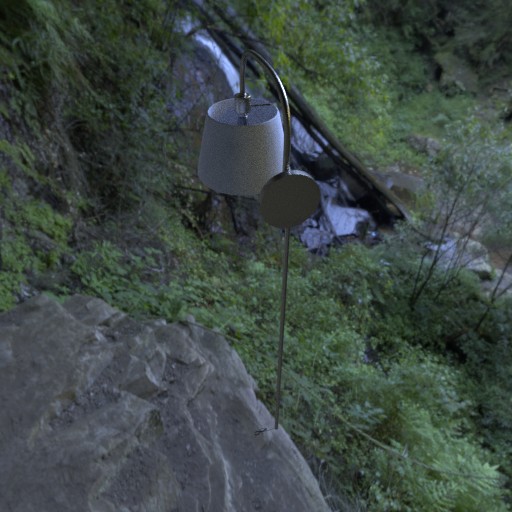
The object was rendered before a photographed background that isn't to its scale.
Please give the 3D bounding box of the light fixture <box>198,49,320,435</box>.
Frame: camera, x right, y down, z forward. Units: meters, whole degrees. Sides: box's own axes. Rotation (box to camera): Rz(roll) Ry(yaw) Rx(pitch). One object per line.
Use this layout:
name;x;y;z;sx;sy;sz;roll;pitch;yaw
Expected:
light fixture;0.000;0.000;0.462;0.092;0.399;0.176;-11;41;-13
